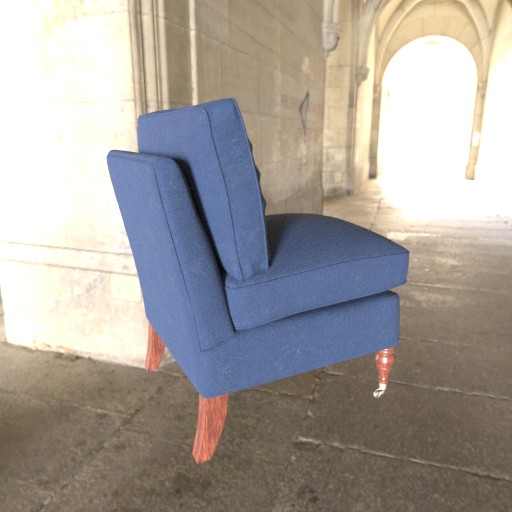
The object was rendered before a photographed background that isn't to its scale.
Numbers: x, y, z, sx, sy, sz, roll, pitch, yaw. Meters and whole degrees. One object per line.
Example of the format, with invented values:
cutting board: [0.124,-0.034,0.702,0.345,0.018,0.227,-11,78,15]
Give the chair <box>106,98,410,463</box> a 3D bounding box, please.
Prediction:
chair: [0.000,0.000,1.650,0.912,1.052,0.724,-8,17,-26]
